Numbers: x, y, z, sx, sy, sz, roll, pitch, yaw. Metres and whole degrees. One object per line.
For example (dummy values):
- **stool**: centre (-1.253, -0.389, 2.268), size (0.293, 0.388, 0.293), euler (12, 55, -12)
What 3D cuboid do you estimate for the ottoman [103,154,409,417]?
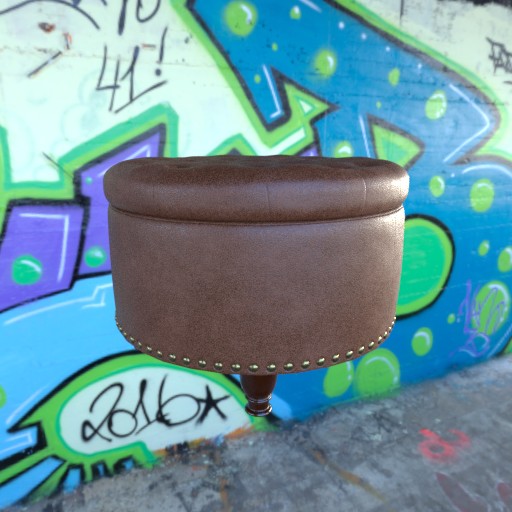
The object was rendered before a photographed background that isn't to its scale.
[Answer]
- **ottoman**: centre (0.000, 0.000, 1.016), size (0.637, 0.442, 0.637), euler (0, 15, 0)
